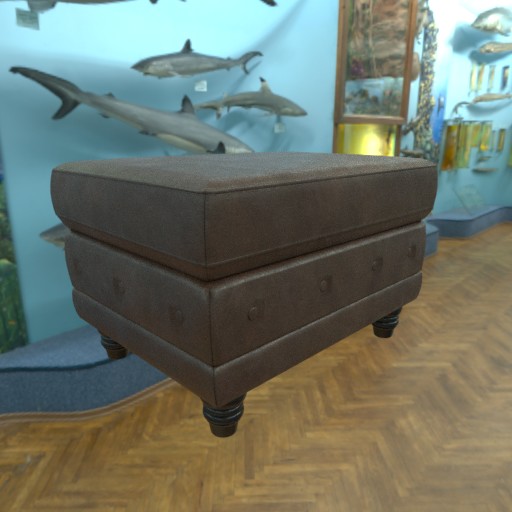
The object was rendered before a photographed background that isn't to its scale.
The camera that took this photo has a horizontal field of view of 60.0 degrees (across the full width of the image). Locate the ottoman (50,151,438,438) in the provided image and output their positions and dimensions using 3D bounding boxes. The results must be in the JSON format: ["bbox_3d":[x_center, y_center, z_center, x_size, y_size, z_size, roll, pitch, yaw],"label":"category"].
[{"bbox_3d":[0.000,0.000,1.150,0.795,0.509,0.588,-15,21,-43],"label":"ottoman"}]
